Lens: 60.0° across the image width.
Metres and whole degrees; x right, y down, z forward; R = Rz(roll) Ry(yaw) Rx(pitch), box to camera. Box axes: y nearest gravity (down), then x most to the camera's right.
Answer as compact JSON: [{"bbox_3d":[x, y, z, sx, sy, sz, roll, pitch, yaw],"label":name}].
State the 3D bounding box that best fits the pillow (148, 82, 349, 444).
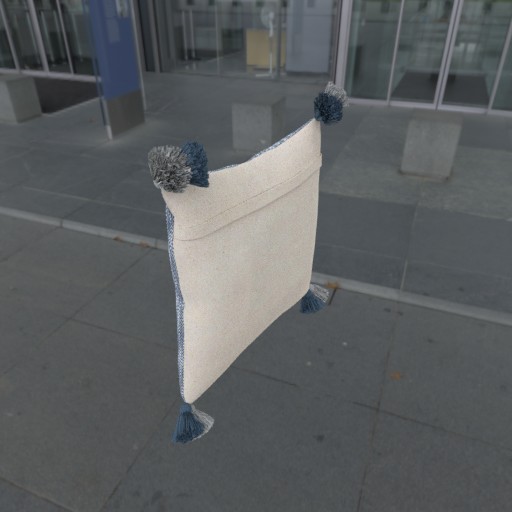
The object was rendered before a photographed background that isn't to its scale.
[{"bbox_3d":[0.000,0.000,0.940,0.138,0.634,0.614,21,38,30],"label":"pillow"}]
